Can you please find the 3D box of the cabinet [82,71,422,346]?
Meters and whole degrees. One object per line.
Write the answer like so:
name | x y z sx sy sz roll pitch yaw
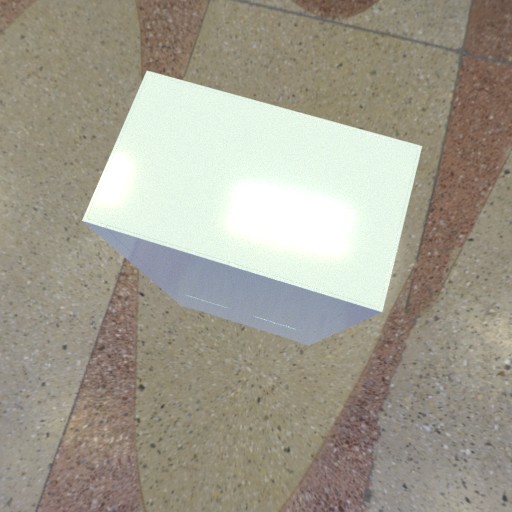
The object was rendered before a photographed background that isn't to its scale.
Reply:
cabinet | 0.000 0.000 2.372 0.980 1.920 0.580 17 76 4
